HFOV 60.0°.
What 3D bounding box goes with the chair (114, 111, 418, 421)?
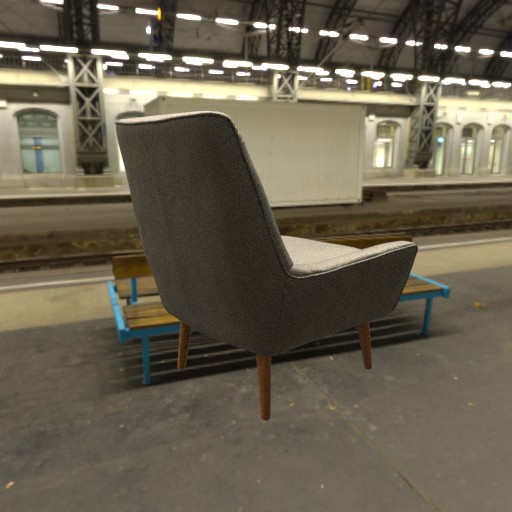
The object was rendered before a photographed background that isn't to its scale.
[{"bbox_3d":[0.000,0.000,1.516,0.822,0.888,0.787,-12,18,-43],"label":"chair"}]
